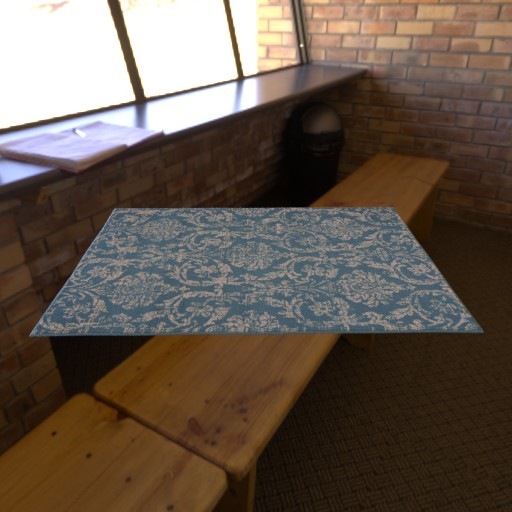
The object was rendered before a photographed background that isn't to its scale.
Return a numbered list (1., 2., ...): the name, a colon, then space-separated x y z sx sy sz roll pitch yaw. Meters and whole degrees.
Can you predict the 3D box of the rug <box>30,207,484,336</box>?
1. rug: 0.000 0.000 2.827 2.205 0.012 1.554 0 29 -1
